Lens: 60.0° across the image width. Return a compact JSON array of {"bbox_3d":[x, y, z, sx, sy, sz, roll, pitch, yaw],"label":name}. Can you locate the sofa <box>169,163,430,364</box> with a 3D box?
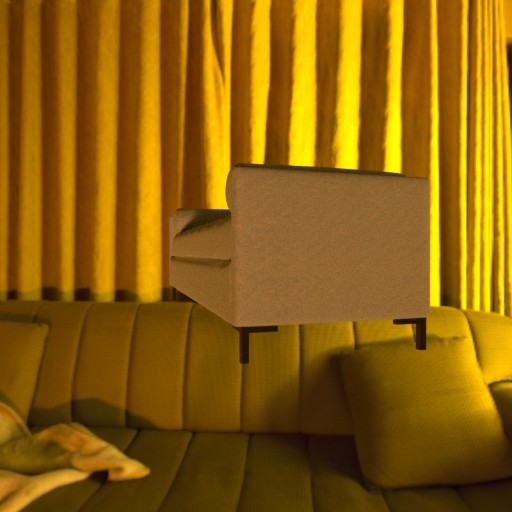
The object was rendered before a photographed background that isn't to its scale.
[{"bbox_3d":[0.000,0.000,2.560,0.796,0.705,2.102,0,0,-17],"label":"sofa"}]
